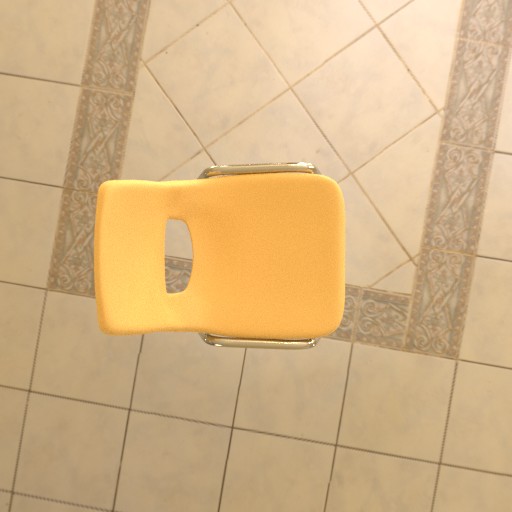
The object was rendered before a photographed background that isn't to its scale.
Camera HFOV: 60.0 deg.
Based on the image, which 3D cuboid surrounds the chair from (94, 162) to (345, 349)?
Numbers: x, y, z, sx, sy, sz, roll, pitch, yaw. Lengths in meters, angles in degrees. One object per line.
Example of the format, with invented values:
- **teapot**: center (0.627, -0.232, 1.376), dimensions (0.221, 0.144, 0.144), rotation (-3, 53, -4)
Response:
- **chair**: center (0.000, 0.000, 0.949), dimensions (0.436, 0.704, 0.381), rotation (0, 91, 1)
